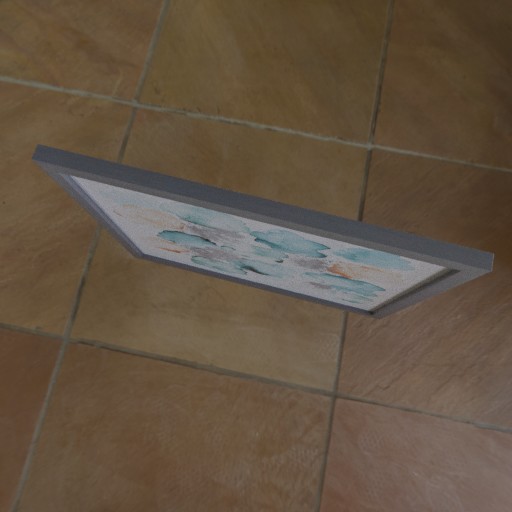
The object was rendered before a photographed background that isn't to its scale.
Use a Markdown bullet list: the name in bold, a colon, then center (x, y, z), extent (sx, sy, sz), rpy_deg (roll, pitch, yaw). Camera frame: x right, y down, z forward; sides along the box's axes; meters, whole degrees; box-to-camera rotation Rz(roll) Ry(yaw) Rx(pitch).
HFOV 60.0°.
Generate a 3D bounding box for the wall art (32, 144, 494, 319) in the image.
- **wall art**: center (0.000, 0.000, 0.888), extent (0.660, 0.558, 0.026), rpy_deg (14, 76, 4)
